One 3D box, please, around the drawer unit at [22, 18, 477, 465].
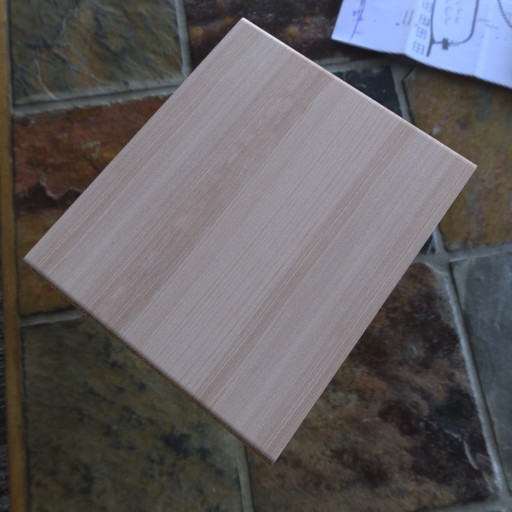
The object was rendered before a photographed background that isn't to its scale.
[{"bbox_3d":[0.000,0.000,0.590,0.290,0.344,0.344,36,79,9],"label":"drawer unit"}]
